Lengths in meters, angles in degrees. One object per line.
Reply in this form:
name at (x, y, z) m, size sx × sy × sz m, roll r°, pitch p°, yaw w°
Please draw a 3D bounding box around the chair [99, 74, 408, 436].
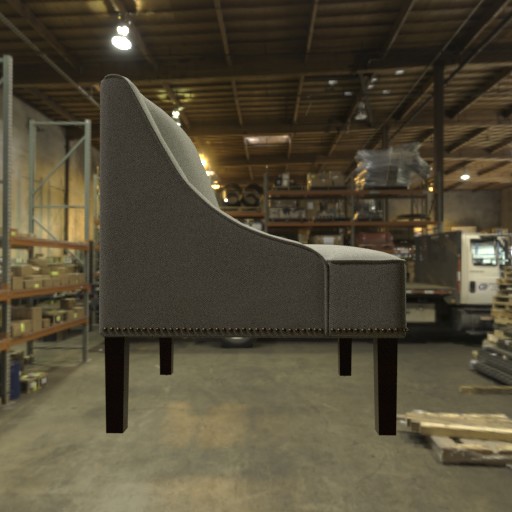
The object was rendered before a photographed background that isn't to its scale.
chair at (0.000, 0.000, 1.358) m, size 0.748 × 0.872 × 0.628 m, roll 0°, pitch -1°, yaw 1°
